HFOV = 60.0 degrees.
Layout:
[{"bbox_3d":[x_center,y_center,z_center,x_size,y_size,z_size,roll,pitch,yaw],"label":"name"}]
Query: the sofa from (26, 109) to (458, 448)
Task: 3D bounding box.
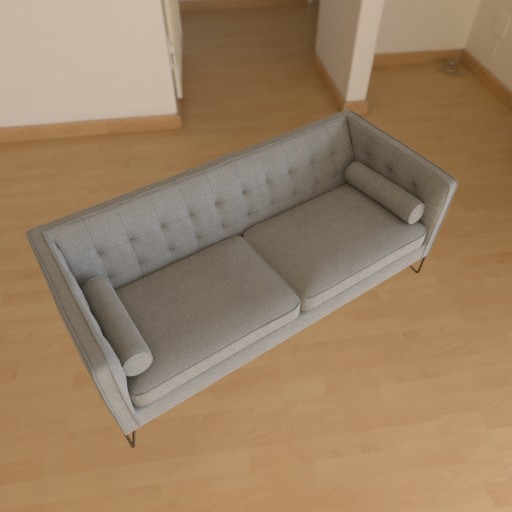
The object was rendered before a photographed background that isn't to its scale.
[{"bbox_3d":[0.000,0.000,2.527,2.079,0.798,0.912,-26,53,-22],"label":"sofa"}]
